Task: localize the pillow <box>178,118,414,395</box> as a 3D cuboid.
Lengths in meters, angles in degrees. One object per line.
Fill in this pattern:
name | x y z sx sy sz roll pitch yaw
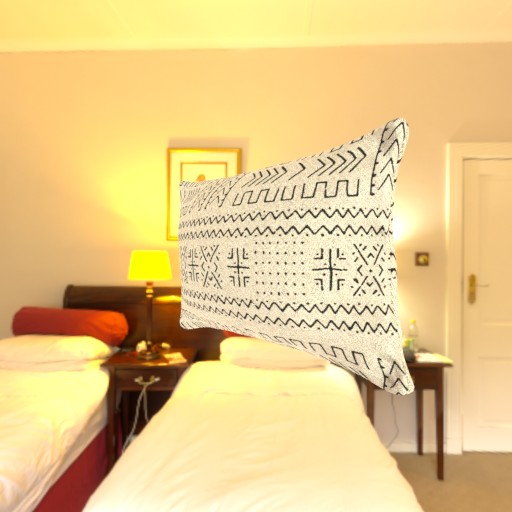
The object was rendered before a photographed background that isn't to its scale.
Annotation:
pillow | 0.000 0.000 0.803 0.188 0.352 0.637 0 1 -36
